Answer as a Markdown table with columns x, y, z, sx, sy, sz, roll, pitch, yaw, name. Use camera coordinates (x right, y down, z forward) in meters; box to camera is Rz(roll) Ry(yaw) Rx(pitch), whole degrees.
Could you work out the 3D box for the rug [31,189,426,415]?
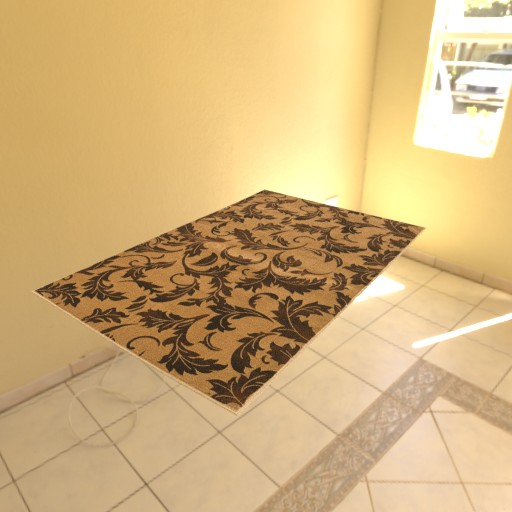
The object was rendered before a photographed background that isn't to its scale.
| x | y | z | sx | sy | sz | roll | pitch | yaw | name |
| --- | --- | --- | --- | --- | --- | --- | --- | --- | --- |
| 0.000 | 0.000 | 2.926 | 1.522 | 0.008 | 2.284 | 19 | 32 | 32 | rug |
